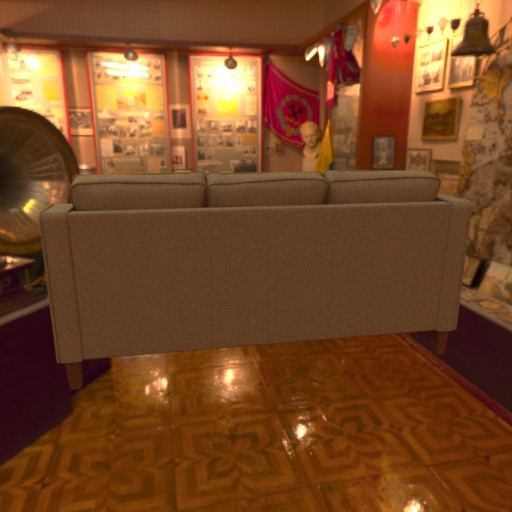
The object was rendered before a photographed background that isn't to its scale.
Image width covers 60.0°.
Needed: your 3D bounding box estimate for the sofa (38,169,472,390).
[{"bbox_3d":[0.000,0.000,2.496,1.986,0.974,0.911,-3,15,-10],"label":"sofa"}]
